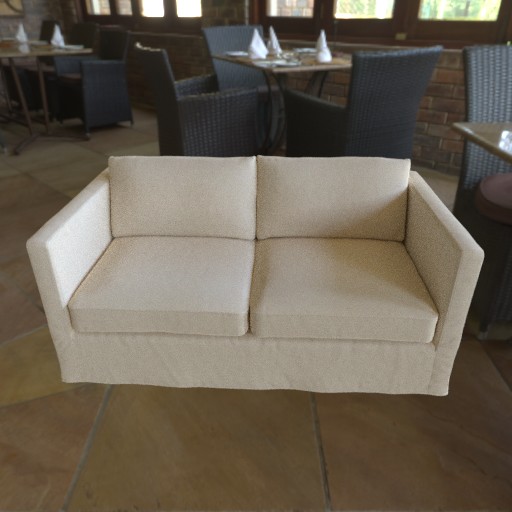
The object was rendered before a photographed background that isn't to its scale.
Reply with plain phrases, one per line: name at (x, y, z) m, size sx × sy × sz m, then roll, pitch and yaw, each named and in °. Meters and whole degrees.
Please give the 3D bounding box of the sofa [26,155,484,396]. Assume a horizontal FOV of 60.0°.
sofa at (0.000, 0.000, 2.181) m, size 1.746 × 0.834 × 0.962 m, roll 1°, pitch 29°, yaw 2°
